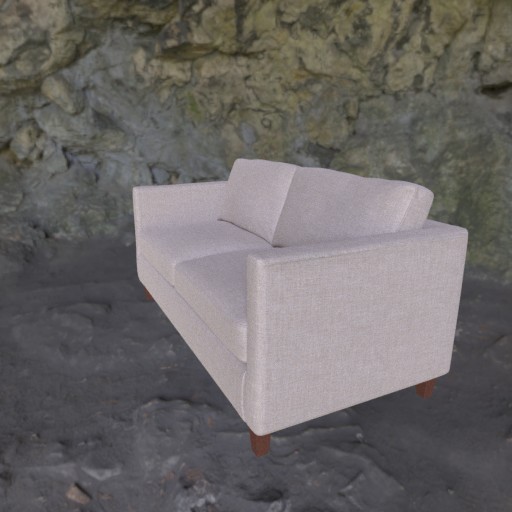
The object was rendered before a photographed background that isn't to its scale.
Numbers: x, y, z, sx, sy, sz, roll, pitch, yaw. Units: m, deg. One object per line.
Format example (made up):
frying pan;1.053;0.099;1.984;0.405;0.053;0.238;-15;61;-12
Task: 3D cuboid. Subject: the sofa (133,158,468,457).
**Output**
sofa;0.000;0.000;2.385;0.951;0.947;1.884;-8;18;-25
